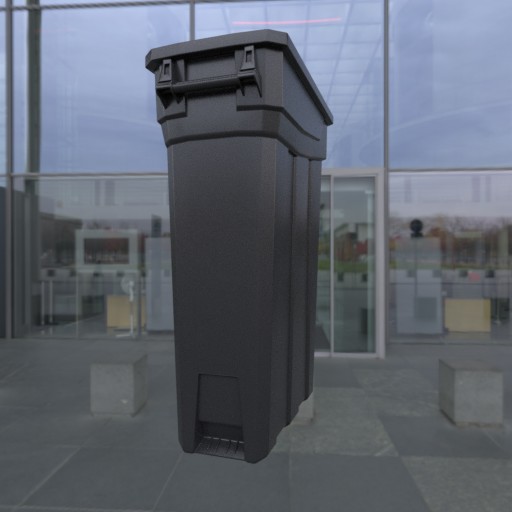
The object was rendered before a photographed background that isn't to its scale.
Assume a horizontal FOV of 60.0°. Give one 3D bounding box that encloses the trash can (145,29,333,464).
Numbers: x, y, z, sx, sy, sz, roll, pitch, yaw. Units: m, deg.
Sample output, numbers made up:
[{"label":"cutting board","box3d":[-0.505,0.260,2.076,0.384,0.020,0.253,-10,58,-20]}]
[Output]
[{"label":"trash can","box3d":[0.000,0.000,1.029,0.281,0.762,0.559,0,0,19]}]
